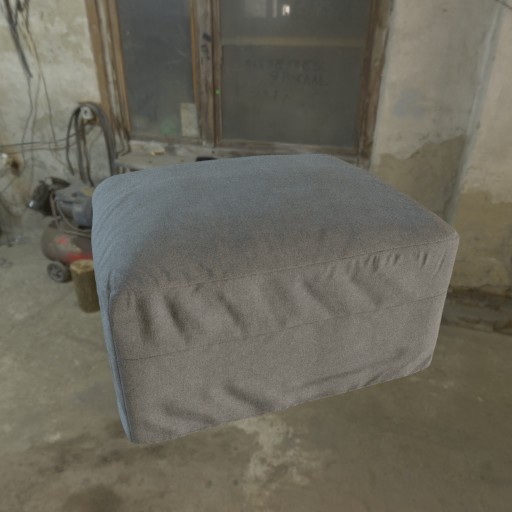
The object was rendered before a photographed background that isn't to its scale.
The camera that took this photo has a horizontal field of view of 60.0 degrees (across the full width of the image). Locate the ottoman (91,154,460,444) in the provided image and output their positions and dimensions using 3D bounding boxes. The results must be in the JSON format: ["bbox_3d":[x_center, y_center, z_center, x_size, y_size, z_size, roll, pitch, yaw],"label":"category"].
[{"bbox_3d":[0.000,0.000,1.236,0.837,0.481,0.683,-9,29,-16],"label":"ottoman"}]
